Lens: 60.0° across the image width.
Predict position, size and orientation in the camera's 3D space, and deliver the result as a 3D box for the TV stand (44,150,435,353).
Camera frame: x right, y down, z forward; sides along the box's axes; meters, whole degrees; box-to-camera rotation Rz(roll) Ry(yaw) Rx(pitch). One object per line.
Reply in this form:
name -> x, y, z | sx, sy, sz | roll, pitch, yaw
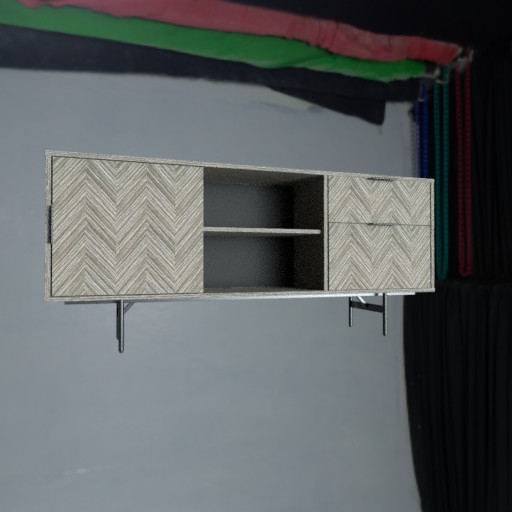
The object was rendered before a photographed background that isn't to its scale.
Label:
TV stand -> 0.000, 0.000, 2.122 | 1.804, 0.787, 0.405 | 0, -1, -19
